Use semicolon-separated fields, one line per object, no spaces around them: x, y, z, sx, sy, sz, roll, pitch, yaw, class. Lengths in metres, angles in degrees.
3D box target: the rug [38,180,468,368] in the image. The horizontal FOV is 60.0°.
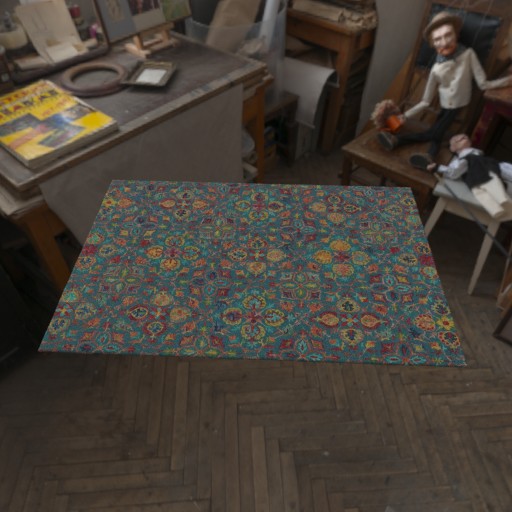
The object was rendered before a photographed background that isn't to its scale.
0.000;0.000;2.304;1.836;0.014;1.216;2;47;2;rug
